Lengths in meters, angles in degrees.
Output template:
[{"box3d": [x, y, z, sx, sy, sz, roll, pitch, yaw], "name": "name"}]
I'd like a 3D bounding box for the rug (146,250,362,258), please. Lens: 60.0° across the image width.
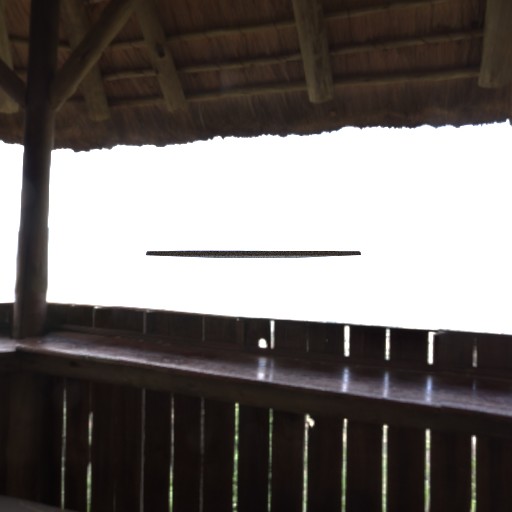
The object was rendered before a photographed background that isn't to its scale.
[{"box3d": [0.000, 0.000, 2.484, 0.659, 0.019, 2.297, 0, -1, 0], "name": "rug"}]
